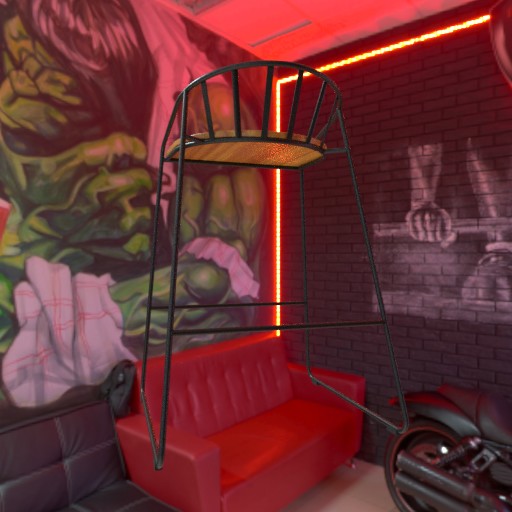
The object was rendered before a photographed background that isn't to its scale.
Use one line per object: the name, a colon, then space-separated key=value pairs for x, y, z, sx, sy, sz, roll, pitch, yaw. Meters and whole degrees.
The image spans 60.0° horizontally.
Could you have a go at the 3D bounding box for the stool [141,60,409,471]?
stool: x=0.000 y=0.000 z=1.134 sx=0.546 sy=0.812 sz=0.521 roll=0 pitch=0 yaw=-18
